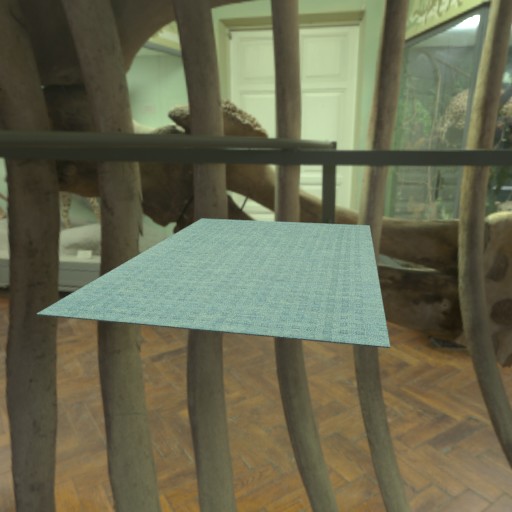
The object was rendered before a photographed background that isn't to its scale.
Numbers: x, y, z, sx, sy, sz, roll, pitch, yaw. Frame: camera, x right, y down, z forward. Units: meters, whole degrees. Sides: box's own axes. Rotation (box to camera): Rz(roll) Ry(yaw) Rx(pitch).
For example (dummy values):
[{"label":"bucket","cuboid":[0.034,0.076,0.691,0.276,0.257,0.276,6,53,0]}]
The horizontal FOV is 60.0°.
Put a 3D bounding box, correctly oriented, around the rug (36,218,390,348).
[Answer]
[{"label":"rug","cuboid":[0.000,0.000,2.904,1.522,0.006,2.286,3,16,11]}]
